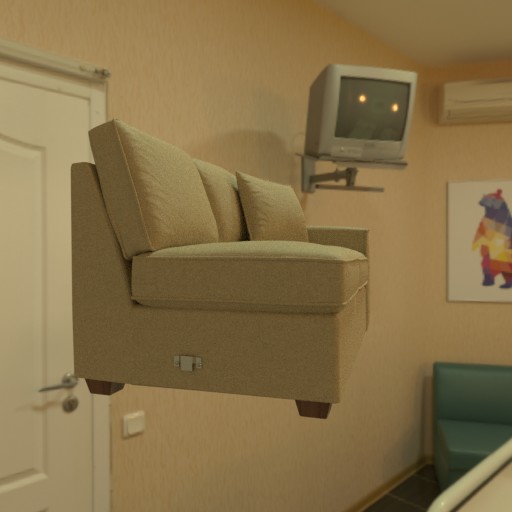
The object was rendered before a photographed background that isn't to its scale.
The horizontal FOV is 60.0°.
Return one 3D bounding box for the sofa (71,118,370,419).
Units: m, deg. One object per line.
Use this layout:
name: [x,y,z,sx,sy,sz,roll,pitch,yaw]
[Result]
sofa: [0.000,0.000,2.082,0.991,0.989,1.388,0,1,18]
